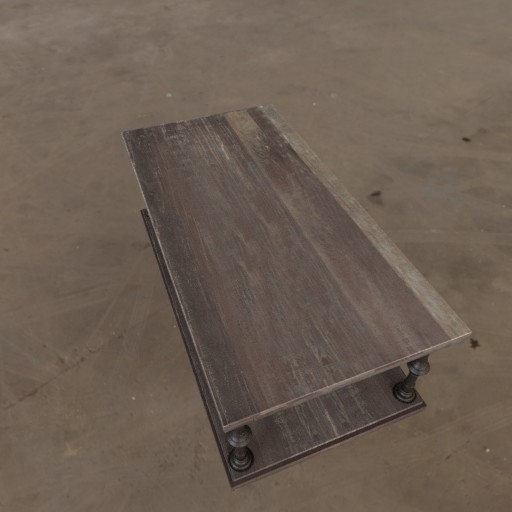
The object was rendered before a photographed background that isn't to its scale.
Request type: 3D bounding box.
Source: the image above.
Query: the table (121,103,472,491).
[{"bbox_3d":[0.000,0.000,1.353,0.554,0.373,1.088,-16,48,-15],"label":"table"}]
